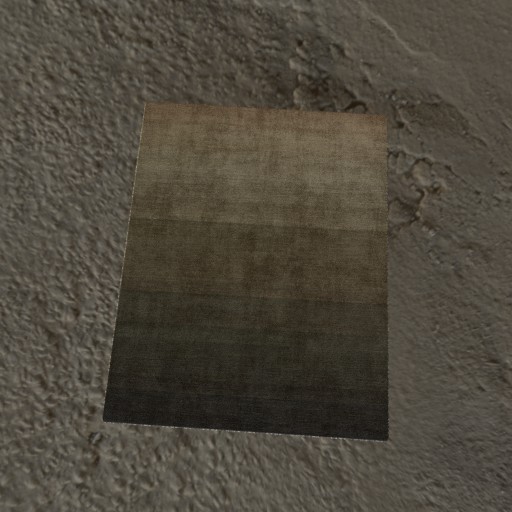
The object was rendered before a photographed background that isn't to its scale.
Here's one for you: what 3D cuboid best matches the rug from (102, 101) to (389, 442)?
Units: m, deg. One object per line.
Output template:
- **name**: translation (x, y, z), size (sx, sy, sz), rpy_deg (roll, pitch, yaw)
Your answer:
- **rug**: translation (0.000, 0.000, 3.878), size (2.306, 0.017, 2.902), rpy_deg (4, 76, 1)
